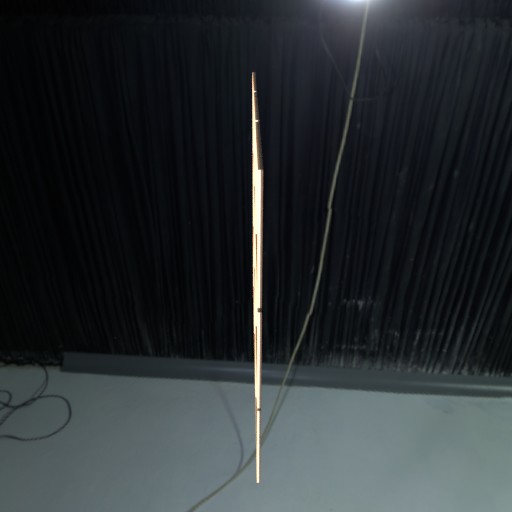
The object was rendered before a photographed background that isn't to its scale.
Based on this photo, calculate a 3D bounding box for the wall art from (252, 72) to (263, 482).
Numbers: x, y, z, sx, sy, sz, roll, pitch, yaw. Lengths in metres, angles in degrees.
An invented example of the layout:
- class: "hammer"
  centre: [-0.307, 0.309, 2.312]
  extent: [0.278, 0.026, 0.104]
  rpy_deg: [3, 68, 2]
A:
- class: "wall art"
  centre: [0.000, 0.000, 1.831]
  extent: [0.013, 1.218, 1.216]
  rpy_deg: [0, 32, -1]
